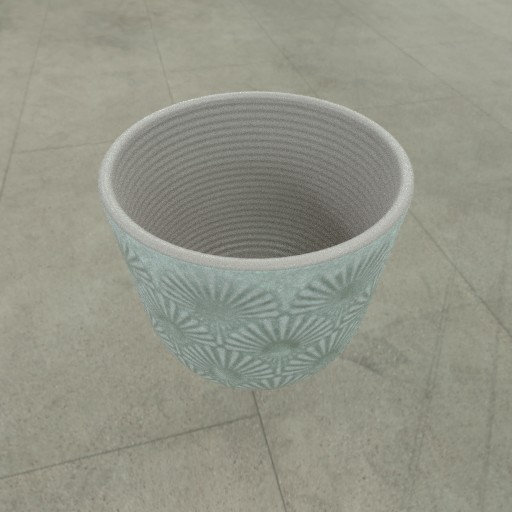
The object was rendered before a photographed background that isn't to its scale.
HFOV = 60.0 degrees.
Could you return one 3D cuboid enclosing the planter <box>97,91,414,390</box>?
[{"bbox_3d":[0.000,0.000,0.296,0.170,0.152,0.170,0,44,0],"label":"planter"}]
